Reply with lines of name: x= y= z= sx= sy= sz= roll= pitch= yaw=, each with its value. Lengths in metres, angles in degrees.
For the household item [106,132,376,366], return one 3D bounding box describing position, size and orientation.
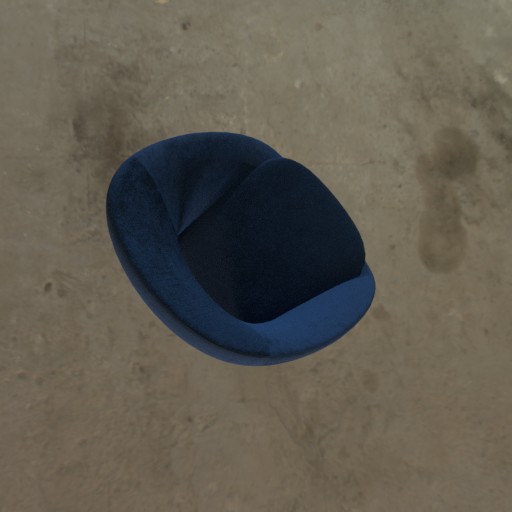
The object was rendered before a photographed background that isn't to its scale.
household item: x=0.000 y=0.000 z=1.260 sx=0.573 sy=0.852 sz=0.623 roll=-34 pitch=77 yaw=-9
